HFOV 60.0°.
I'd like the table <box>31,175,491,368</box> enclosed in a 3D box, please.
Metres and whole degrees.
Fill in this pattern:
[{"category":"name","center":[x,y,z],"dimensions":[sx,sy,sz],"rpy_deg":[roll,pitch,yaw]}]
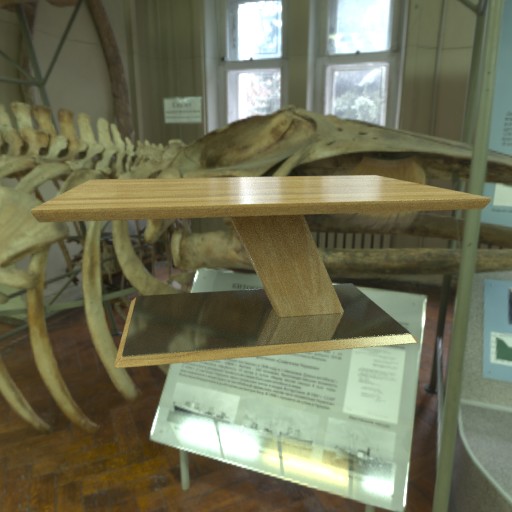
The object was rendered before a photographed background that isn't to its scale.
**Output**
[{"category":"table","center":[0.000,0.000,1.426],"dimensions":[1.100,0.441,0.692],"rpy_deg":[-3,15,-10]}]
